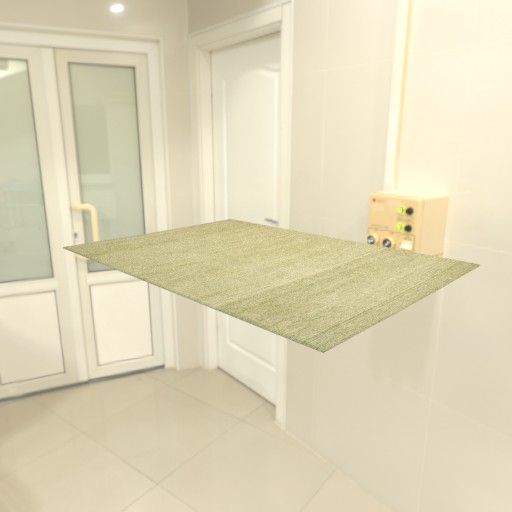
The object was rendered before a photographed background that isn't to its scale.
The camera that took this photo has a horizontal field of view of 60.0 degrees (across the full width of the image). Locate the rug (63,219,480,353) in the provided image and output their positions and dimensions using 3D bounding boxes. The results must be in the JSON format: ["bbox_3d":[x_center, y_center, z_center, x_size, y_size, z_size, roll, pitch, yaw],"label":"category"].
[{"bbox_3d":[0.000,0.000,2.919,2.270,0.017,1.606,14,20,43],"label":"rug"}]
